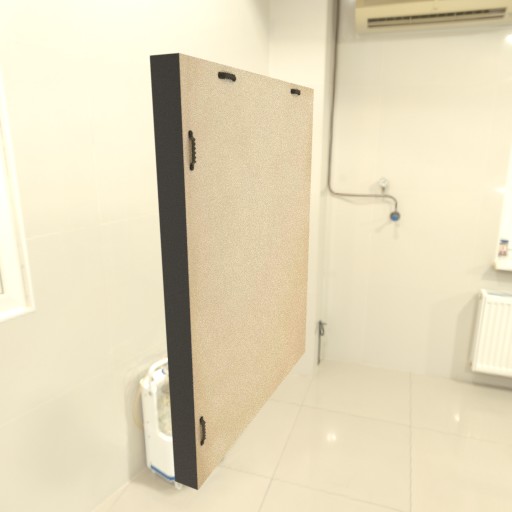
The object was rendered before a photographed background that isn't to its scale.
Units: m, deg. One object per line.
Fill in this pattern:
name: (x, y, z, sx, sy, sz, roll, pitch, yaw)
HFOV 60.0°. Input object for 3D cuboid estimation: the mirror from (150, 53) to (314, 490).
mirror: (0.000, 0.000, 0.673, 0.041, 0.508, 0.405, 7, 17, 24)
